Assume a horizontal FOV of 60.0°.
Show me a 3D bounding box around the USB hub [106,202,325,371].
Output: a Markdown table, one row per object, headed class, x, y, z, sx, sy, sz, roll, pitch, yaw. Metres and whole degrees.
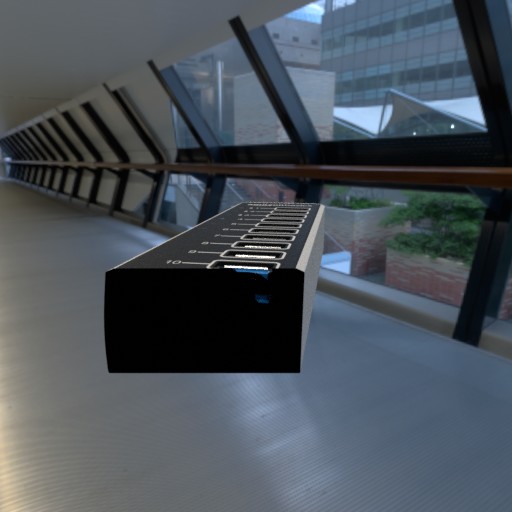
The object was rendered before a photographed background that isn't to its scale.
| class | x | y | z | sx | sy | sz | roll | pitch | yaw |
| --- | --- | --- | --- | --- | --- | --- | --- | --- | --- |
| USB hub | 0.000 | 0.000 | 0.162 | 0.044 | 0.023 | 0.145 | 2 | 14 | 10 |
